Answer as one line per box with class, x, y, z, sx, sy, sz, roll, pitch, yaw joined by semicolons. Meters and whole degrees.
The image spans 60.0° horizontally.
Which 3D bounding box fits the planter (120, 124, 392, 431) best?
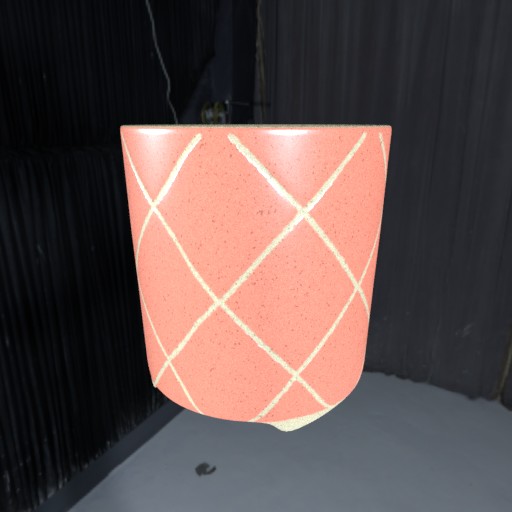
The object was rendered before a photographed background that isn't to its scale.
planter;0.000;0.000;0.352;0.191;0.200;0.191;0;17;0
